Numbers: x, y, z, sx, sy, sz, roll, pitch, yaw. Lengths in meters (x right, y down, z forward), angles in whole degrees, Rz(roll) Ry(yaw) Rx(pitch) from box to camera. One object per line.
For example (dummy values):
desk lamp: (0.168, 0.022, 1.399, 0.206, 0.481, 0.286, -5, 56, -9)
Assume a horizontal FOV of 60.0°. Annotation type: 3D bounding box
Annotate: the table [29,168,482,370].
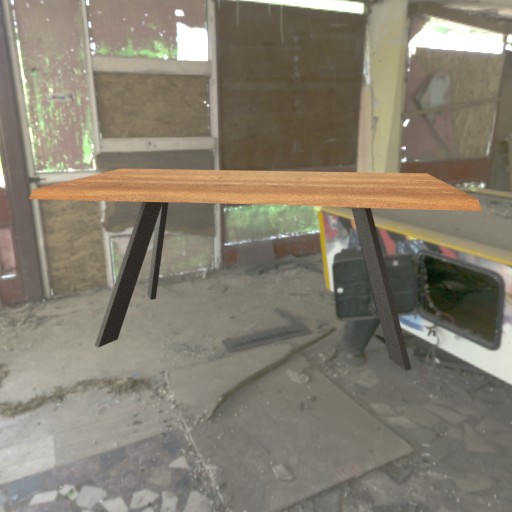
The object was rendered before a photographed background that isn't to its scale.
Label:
table: (0.000, 0.000, 2.266, 1.800, 0.770, 0.900, 2, 17, 8)
